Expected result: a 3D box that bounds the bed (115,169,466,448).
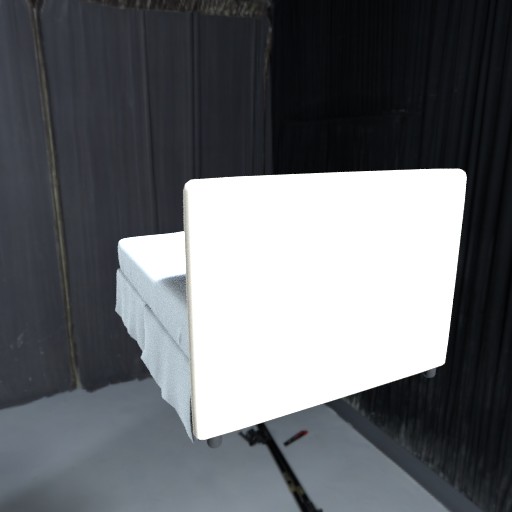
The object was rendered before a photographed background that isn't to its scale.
[{"bbox_3d":[0.000,0.000,3.249,1.748,1.330,2.142,-7,16,-26],"label":"bed"}]
